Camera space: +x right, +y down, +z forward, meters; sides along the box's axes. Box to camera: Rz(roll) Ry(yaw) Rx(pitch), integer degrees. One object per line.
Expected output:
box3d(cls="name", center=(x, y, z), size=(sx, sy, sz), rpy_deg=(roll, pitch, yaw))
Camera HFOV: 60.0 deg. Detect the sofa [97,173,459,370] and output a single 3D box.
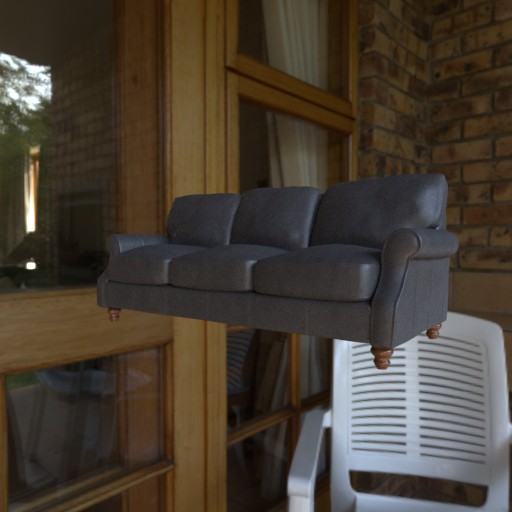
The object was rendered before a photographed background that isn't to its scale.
box3d(cls="sofa", center=(0.000, 0.000, 2.945), size=(2.387, 0.977, 0.974), rpy_deg=(1, 2, 37))
